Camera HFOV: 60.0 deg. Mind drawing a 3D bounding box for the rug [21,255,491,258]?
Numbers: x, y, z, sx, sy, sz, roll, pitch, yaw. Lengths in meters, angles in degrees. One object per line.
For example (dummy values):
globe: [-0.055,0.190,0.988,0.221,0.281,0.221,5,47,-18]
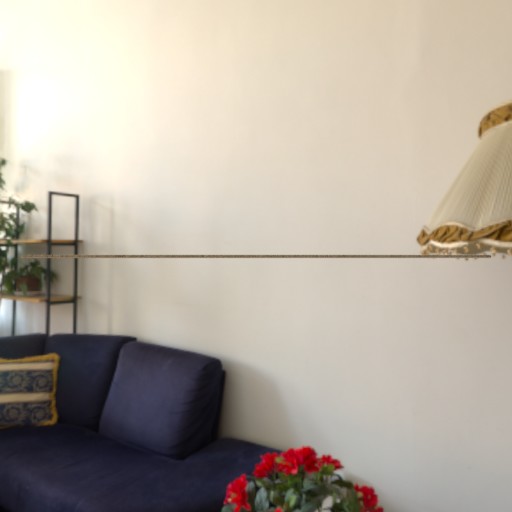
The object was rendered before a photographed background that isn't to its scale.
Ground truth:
rug: [0.000,0.000,2.908,2.280,0.015,1.521,0,0,0]
